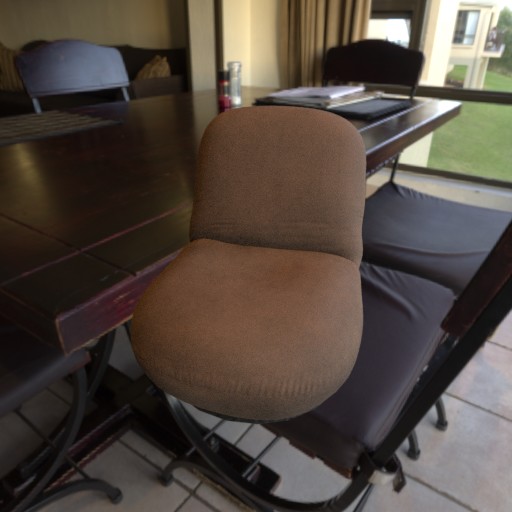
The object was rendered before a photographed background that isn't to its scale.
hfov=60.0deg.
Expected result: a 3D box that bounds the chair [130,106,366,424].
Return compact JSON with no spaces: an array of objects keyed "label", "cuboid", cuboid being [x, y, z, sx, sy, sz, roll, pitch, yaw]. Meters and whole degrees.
[{"label":"chair","cuboid":[0.000,0.000,1.031,0.521,0.594,0.597,8,29,14]}]
